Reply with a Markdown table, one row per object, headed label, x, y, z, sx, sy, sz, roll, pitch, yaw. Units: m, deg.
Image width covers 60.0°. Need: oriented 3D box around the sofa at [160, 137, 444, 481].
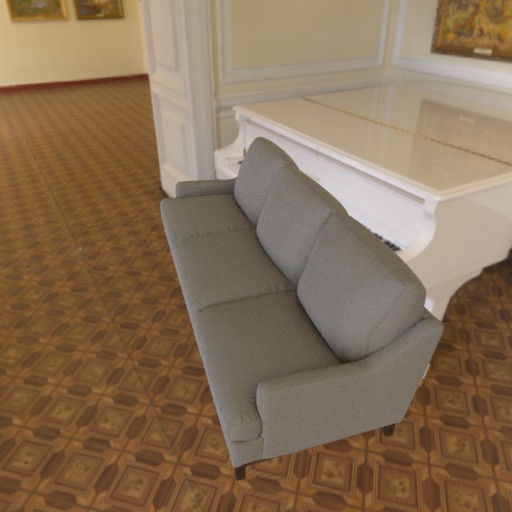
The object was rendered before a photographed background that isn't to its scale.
| label | x | y | z | sx | sy | sz | roll | pitch | yaw |
| --- | --- | --- | --- | --- | --- | --- | --- | --- | --- |
| sofa | 0.000 | 0.000 | 2.831 | 0.987 | 0.926 | 2.344 | -9 | 33 | -15 |
